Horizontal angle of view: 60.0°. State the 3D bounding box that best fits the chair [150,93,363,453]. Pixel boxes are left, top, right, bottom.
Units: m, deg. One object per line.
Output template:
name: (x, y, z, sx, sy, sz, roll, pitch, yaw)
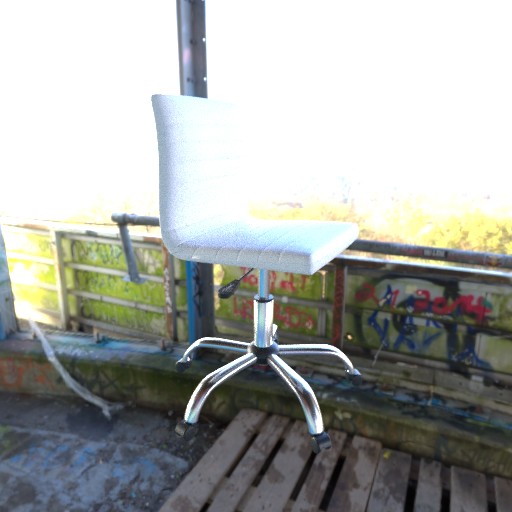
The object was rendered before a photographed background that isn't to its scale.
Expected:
chair: (0.000, 0.000, 1.145, 0.530, 0.780, 0.556, 7, 17, 25)
